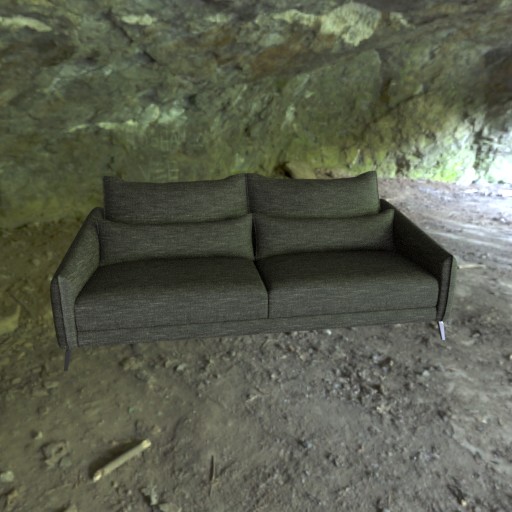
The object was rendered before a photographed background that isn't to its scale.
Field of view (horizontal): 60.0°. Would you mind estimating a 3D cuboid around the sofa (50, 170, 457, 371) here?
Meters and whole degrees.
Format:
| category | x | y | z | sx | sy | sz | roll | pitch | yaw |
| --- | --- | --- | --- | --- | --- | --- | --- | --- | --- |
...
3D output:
| category | x | y | z | sx | sy | sz | roll | pitch | yaw |
| --- | --- | --- | --- | --- | --- | --- | --- | --- | --- |
| sofa | 0.000 | 0.000 | 2.496 | 2.019 | 0.843 | 0.807 | -3 | 17 | -9 |
